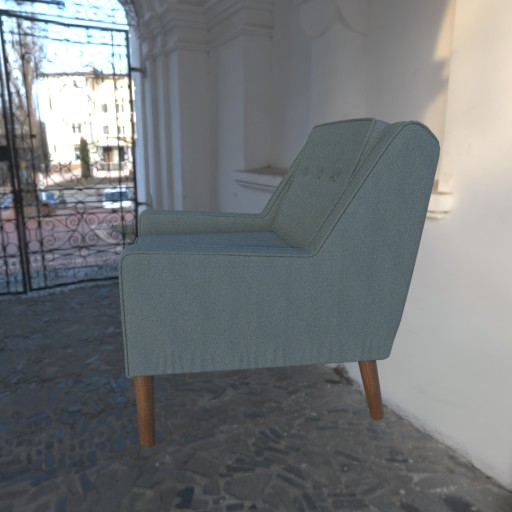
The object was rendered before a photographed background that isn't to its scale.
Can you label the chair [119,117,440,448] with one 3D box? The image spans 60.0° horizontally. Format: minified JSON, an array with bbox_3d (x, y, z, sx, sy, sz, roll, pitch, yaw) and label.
[{"bbox_3d":[0.000,0.000,1.322,0.733,0.780,0.663,-3,14,-10],"label":"chair"}]
